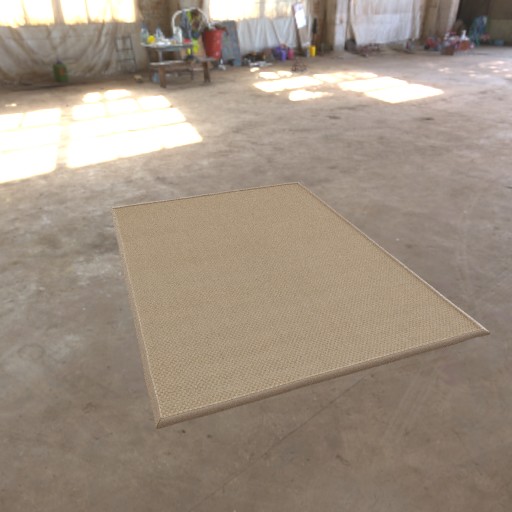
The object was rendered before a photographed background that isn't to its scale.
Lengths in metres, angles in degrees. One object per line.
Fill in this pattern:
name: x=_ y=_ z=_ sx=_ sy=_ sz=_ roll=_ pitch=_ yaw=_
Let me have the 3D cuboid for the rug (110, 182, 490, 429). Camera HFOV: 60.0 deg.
rug: x=0.000 y=0.000 z=2.640 sx=1.525 sy=0.020 sz=2.081 roll=-11 pitch=32 yaw=-18
